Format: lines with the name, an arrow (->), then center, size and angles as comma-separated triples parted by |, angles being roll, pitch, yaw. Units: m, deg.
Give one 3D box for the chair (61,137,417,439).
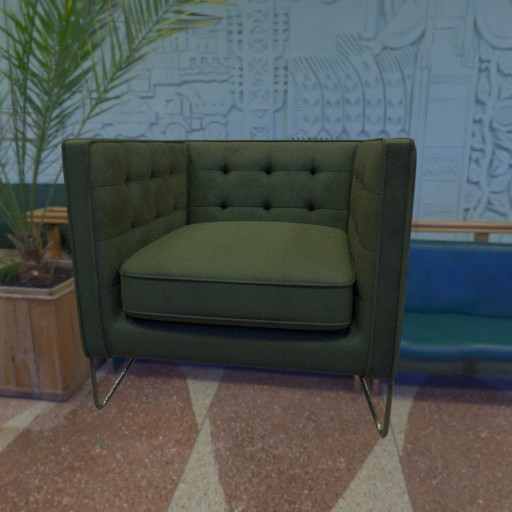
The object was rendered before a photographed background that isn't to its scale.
chair -> 0.000, 0.000, 1.534 | 0.880, 0.790, 0.894 | 2, 14, 9
